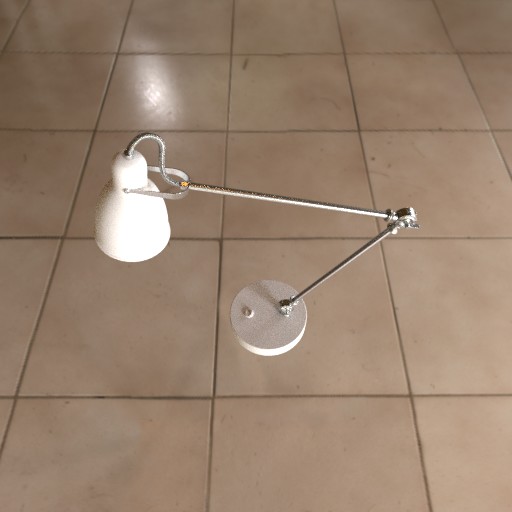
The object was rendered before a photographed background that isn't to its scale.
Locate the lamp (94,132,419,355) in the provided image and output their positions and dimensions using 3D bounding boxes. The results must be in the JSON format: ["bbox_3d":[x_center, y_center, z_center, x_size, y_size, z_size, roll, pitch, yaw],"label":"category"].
[{"bbox_3d":[0.000,0.000,0.858,0.561,0.587,0.187,-1,57,-1],"label":"lamp"}]
